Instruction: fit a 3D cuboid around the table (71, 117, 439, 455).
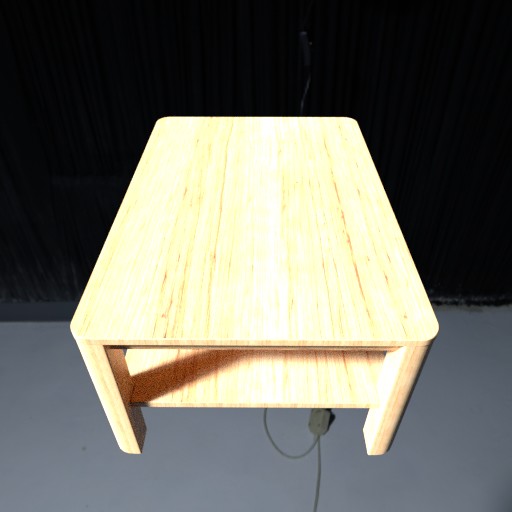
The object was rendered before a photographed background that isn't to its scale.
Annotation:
[{"bbox_3d":[0.000,0.000,1.332,0.696,0.445,0.997,0,40,0],"label":"table"}]
